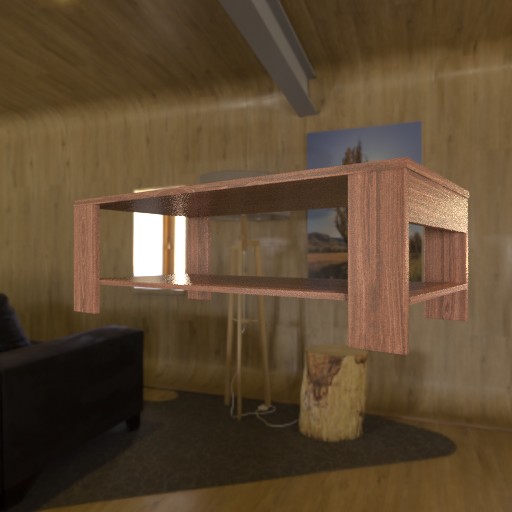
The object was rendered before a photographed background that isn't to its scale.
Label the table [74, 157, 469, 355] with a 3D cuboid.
[{"bbox_3d":[0.000,0.000,1.490,1.200,0.400,0.600,0,0,36],"label":"table"}]
